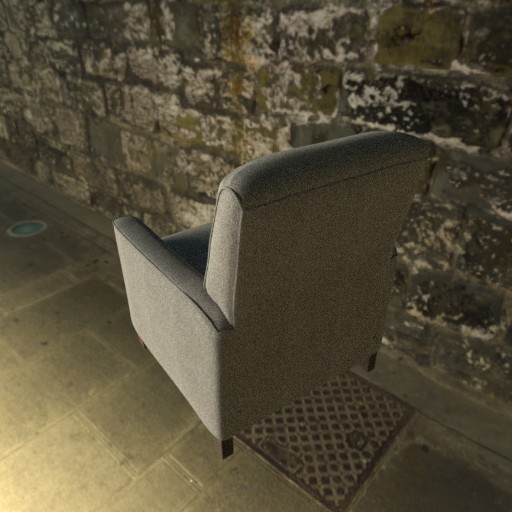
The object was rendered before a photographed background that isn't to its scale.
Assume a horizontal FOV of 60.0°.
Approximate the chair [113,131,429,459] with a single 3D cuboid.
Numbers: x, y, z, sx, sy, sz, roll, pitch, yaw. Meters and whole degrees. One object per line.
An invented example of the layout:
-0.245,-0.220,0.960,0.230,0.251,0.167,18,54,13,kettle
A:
0.000,0.000,1.666,0.841,1.028,0.858,-20,36,-30,chair
